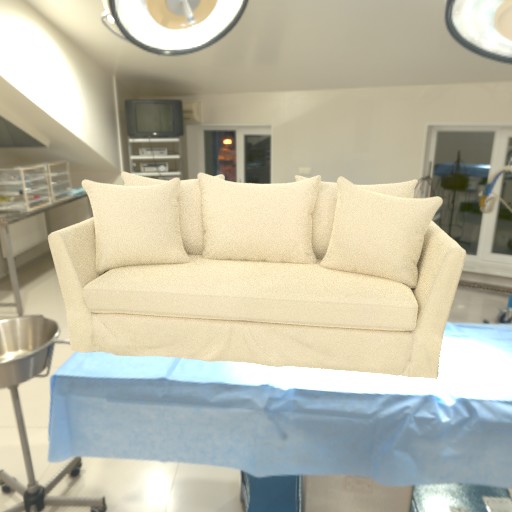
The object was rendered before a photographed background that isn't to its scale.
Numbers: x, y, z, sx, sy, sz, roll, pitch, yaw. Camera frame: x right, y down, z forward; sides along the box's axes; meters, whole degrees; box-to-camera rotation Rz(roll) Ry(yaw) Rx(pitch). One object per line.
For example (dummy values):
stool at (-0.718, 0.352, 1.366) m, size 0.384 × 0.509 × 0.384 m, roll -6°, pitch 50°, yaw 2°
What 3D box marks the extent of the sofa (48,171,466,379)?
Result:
sofa at (0.000, 0.000, 2.905) m, size 2.290 × 1.034 × 1.031 m, roll 2°, pitch 17°, yaw 8°
